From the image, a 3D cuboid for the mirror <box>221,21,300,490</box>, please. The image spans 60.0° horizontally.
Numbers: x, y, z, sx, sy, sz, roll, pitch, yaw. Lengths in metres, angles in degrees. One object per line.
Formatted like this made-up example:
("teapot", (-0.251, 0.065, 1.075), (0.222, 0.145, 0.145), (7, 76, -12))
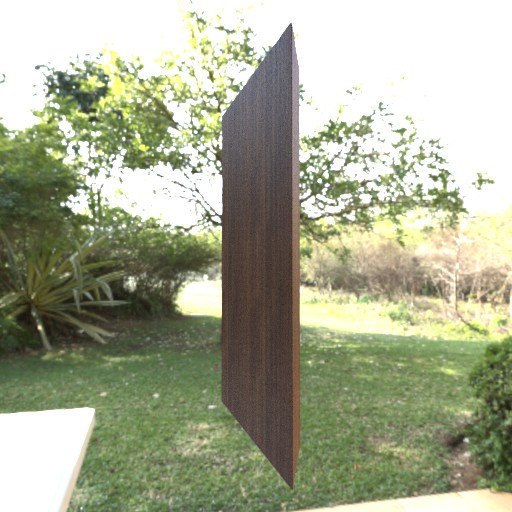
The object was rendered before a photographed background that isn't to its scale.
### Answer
("mirror", (0.000, 0.000, 1.268), (0.047, 1.010, 0.651), (0, -1, -18))
